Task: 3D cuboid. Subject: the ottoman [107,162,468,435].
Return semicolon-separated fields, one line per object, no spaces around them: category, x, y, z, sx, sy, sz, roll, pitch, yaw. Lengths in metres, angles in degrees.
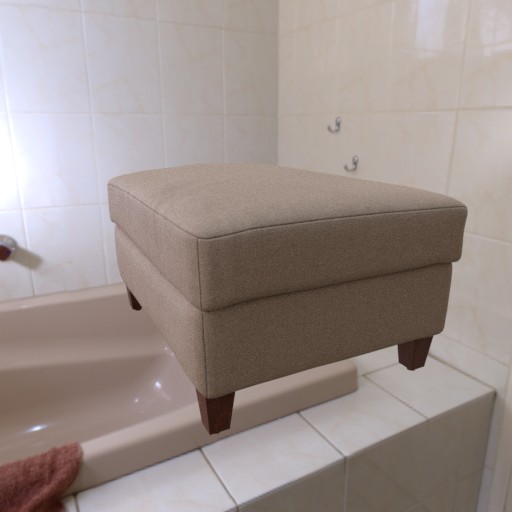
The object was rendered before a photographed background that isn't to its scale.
ottoman;0.000;0.000;1.308;0.692;0.511;0.902;-8;18;-26
